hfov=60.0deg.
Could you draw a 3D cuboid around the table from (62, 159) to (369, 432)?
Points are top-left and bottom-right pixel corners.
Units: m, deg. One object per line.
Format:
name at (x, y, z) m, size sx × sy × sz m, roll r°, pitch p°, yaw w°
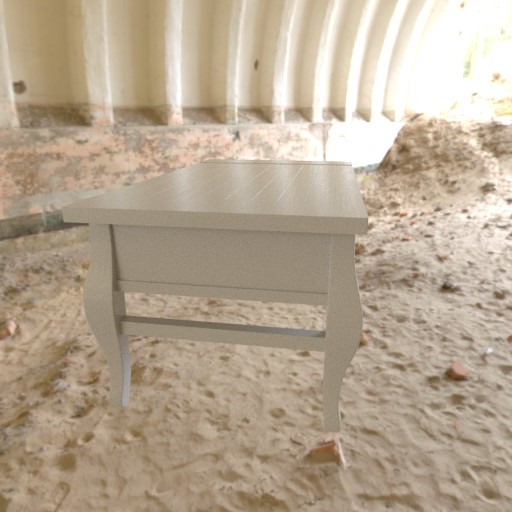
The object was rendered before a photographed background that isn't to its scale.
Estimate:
table at (0.000, 0.000, 1.389) m, size 0.600 × 0.495 × 1.062 m, roll 3°, pitch 18°, yaw 10°
